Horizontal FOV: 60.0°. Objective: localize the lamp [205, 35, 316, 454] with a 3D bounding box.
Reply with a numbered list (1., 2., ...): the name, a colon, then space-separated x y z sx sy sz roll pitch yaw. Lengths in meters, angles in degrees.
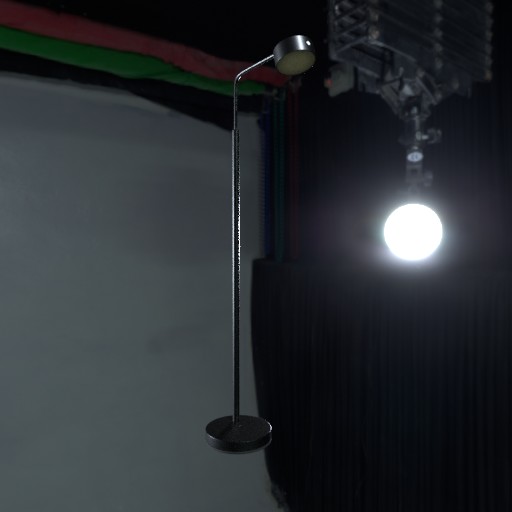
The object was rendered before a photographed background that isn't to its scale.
1. lamp: 0.000 0.000 1.387 0.219 1.230 0.418 -1 2 -36
